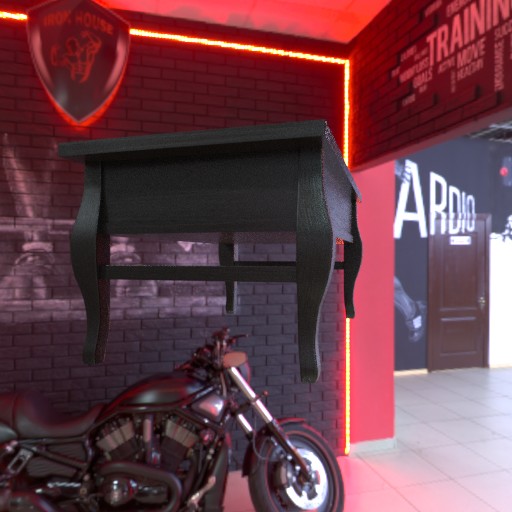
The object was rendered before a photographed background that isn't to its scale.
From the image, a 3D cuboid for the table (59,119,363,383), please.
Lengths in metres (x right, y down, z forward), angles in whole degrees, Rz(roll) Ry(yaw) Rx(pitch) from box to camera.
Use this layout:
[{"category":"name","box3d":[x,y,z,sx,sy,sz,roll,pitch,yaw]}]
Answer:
[{"category":"table","box3d":[0.000,0.000,1.394,0.600,0.494,1.062,0,0,17]}]
